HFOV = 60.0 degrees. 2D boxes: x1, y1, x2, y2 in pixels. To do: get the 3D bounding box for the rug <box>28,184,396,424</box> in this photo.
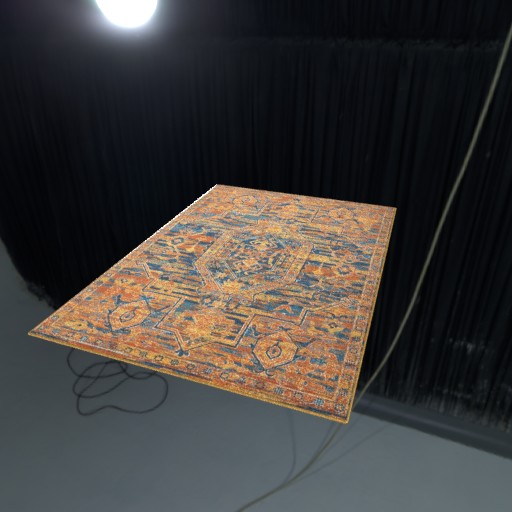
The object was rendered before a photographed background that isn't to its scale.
[{"bbox_3d":[0.000,0.000,3.717,2.043,0.019,2.916,10,31,17],"label":"rug"}]
